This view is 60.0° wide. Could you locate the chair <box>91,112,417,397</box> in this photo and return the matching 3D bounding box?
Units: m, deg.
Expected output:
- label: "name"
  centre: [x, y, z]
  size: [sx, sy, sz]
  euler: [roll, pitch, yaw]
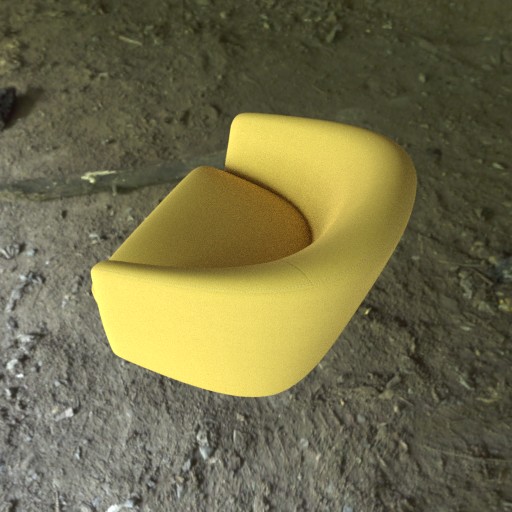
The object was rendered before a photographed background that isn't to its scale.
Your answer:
- label: "chair"
  centre: [0.000, 0.000, 1.330]
  size: [0.767, 0.698, 0.773]
  euler: [18, 49, 16]
